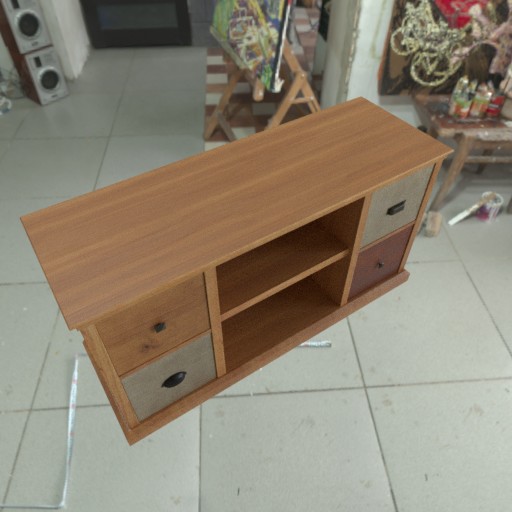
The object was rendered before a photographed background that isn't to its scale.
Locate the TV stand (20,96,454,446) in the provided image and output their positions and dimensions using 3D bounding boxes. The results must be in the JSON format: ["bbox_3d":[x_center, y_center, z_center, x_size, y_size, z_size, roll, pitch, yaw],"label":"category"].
[{"bbox_3d":[0.000,0.000,1.454,1.181,0.607,0.417,-26,52,-22],"label":"TV stand"}]
